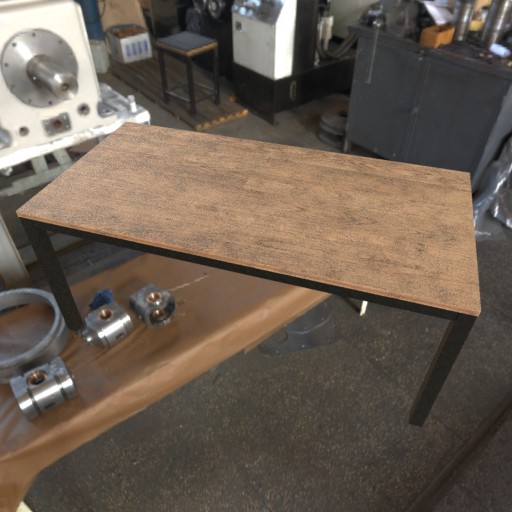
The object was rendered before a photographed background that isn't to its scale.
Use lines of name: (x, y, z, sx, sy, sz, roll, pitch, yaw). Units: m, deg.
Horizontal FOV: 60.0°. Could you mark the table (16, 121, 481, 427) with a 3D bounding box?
table: (0.000, 0.000, 2.205, 1.805, 0.767, 0.893, 12, 43, 13)
